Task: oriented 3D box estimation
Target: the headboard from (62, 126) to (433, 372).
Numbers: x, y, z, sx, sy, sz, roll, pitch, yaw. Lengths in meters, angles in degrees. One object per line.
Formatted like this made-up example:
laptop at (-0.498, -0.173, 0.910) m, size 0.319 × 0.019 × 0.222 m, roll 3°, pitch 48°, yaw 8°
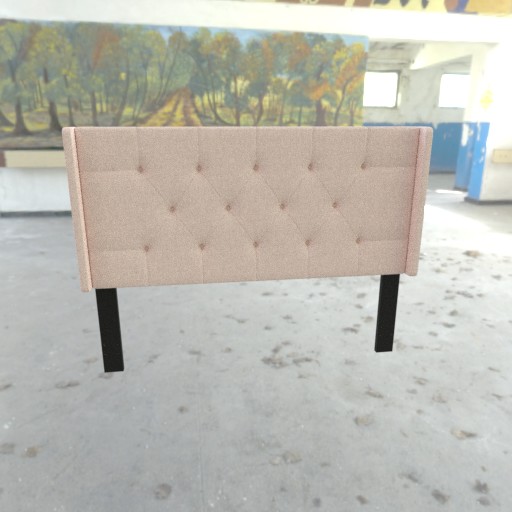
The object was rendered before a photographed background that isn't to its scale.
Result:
headboard at (0.000, 0.000, 2.722) m, size 2.051 × 1.524 × 0.184 m, roll -2°, pitch 17°, yaw -8°
